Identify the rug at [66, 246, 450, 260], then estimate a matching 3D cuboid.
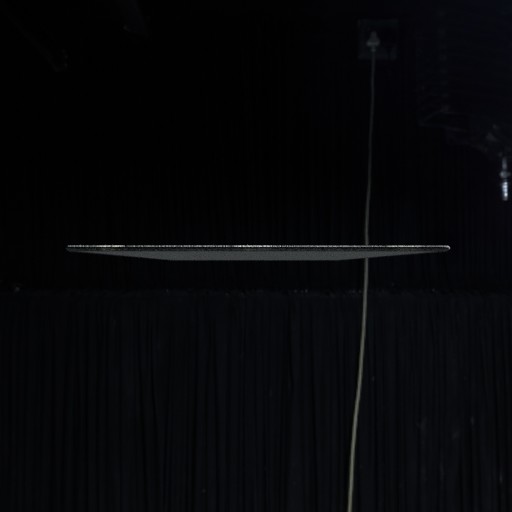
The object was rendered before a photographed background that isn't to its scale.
[{"bbox_3d":[0.000,0.000,3.404,1.801,0.026,2.701,0,-1,0],"label":"rug"}]
